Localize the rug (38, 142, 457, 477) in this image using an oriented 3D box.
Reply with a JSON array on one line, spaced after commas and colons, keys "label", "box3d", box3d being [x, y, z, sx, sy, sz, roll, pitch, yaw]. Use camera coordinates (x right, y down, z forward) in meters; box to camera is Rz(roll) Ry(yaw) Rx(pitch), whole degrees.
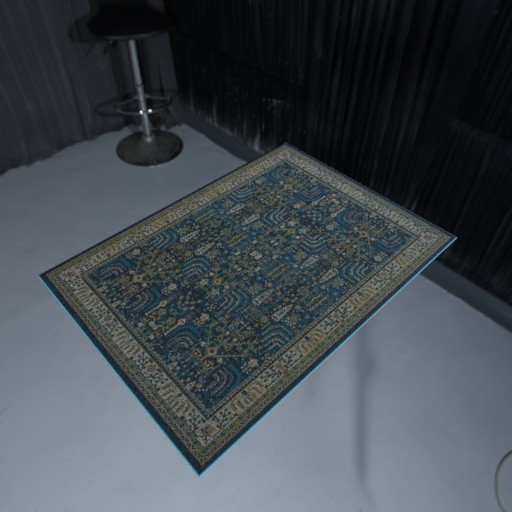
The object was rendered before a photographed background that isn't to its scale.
[{"label": "rug", "box3d": [0.000, 0.000, 3.960, 3.044, 0.015, 2.226, -34, 55, -28]}]
